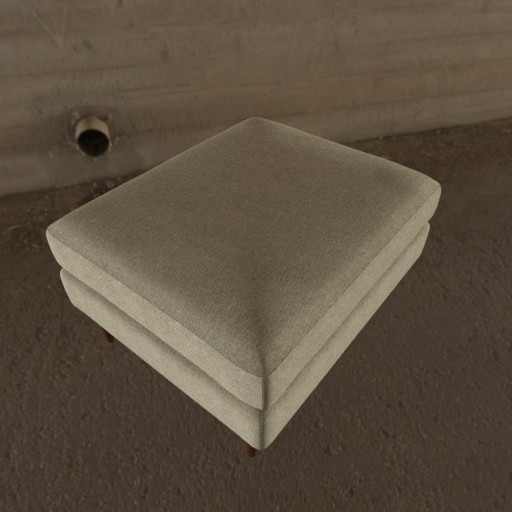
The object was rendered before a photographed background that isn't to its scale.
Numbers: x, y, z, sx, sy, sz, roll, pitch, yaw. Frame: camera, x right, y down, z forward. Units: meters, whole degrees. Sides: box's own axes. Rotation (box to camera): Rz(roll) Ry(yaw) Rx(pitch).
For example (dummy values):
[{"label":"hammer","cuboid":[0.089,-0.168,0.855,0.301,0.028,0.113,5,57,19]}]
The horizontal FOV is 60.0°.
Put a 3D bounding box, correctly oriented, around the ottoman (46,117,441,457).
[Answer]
[{"label":"ottoman","cuboid":[0.000,0.000,1.260,0.693,0.474,0.821,28,49,28]}]
